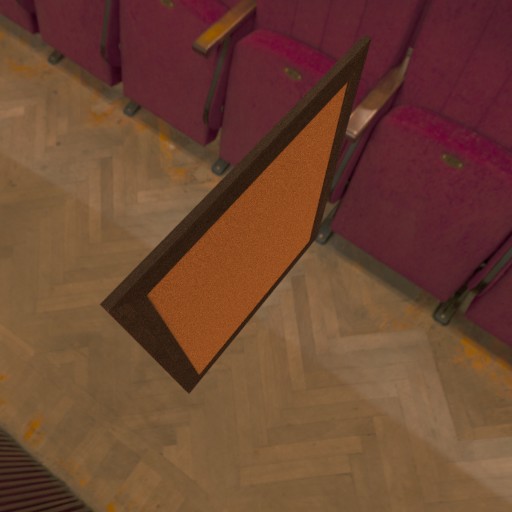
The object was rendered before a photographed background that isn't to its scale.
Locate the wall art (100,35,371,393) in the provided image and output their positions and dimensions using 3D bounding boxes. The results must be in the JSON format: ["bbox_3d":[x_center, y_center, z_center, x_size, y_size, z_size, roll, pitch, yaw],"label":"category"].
[{"bbox_3d":[0.000,0.000,0.764,0.013,0.570,0.476,35,70,15],"label":"wall art"}]
